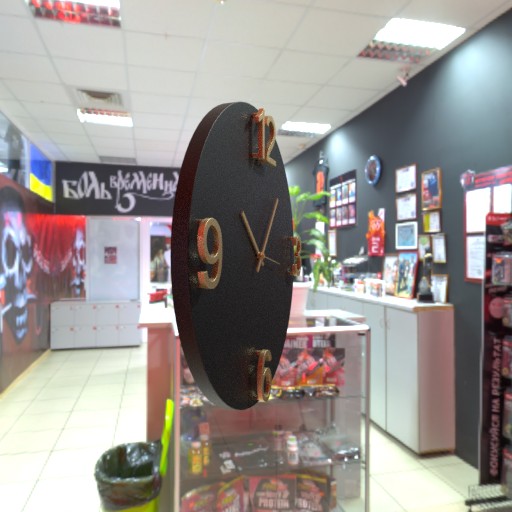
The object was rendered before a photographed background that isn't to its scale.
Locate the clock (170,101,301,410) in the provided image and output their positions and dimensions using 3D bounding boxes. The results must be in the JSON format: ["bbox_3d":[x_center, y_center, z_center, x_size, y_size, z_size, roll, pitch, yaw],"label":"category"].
[{"bbox_3d":[0.000,0.000,0.686,0.038,0.454,0.454,0,0,19],"label":"clock"}]
